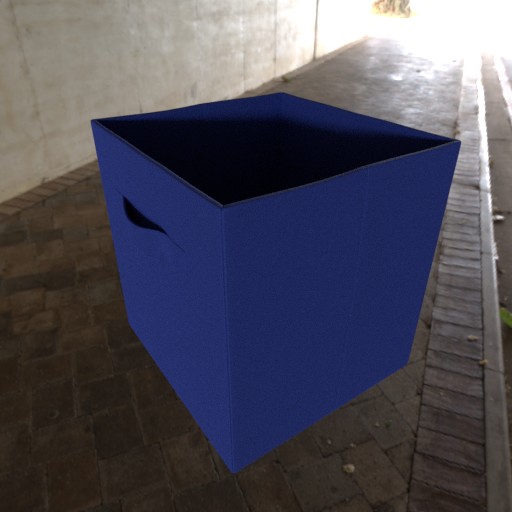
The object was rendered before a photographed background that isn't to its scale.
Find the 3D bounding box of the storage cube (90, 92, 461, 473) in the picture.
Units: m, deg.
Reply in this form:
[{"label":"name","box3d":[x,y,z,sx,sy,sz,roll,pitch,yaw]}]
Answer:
[{"label":"storage cube","box3d":[0.000,0.000,0.496,0.270,0.280,0.270,-20,36,-29]}]
